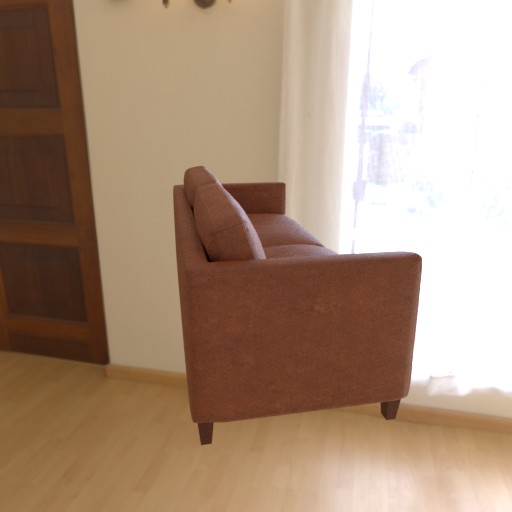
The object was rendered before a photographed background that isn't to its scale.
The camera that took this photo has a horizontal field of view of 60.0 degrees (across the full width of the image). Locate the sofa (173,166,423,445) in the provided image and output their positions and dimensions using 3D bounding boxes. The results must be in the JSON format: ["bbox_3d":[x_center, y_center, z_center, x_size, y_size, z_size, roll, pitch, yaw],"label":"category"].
[{"bbox_3d":[0.000,0.000,2.723,0.950,0.932,2.204,-3,17,-11],"label":"sofa"}]
